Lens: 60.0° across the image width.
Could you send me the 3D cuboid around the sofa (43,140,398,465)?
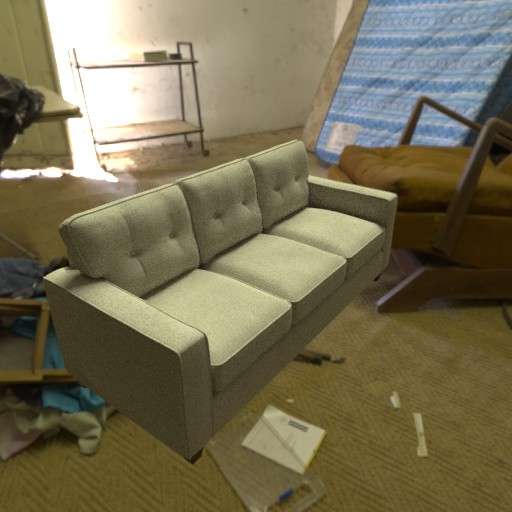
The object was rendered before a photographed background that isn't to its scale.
[{"bbox_3d":[0.000,0.000,2.641,0.939,0.965,2.133,19,33,32],"label":"sofa"}]
